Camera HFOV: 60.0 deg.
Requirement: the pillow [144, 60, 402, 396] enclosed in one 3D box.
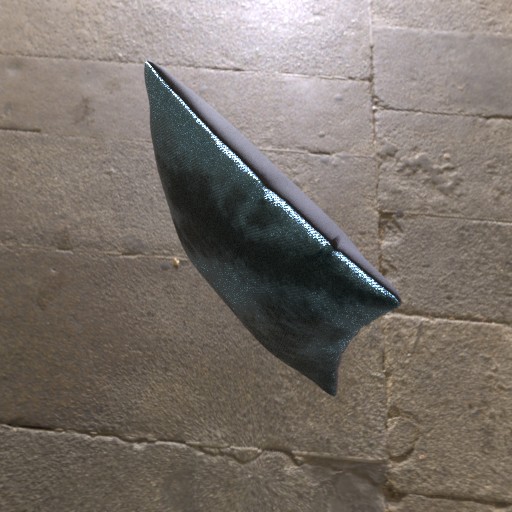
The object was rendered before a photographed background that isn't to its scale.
[{"bbox_3d":[0.000,0.000,0.658,0.138,0.430,0.436,-37,69,-16],"label":"pillow"}]
